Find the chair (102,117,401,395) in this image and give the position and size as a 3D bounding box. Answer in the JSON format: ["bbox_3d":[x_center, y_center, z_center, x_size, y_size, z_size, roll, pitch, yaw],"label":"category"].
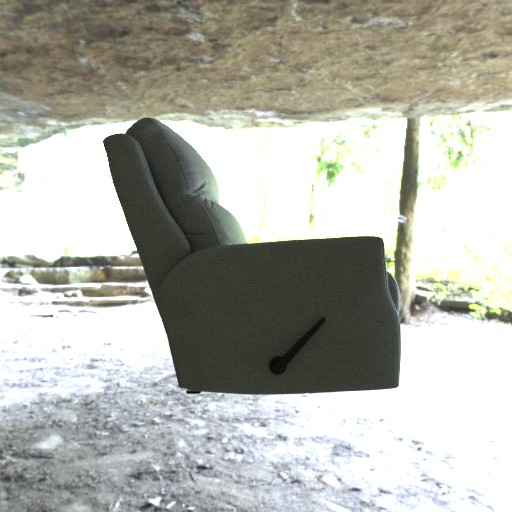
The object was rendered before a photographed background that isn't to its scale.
[{"bbox_3d":[0.000,0.000,1.863,1.080,1.030,0.829,0,1,-2],"label":"chair"}]
